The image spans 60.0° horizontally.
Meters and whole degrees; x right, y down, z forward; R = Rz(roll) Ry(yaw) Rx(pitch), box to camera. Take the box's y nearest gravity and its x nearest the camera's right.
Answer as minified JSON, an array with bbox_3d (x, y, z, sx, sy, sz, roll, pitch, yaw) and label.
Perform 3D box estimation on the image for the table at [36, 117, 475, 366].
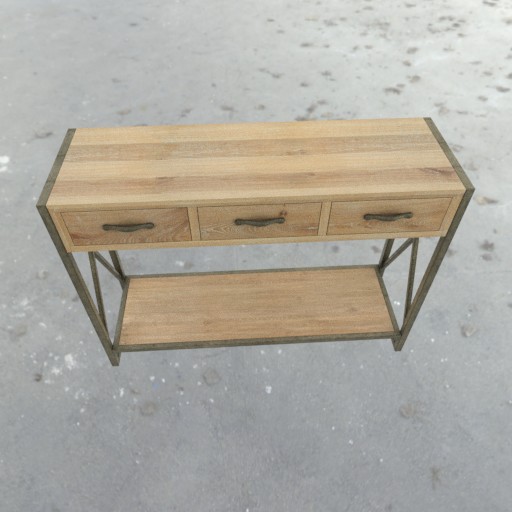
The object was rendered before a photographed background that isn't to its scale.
[{"bbox_3d":[0.000,0.000,1.453,1.059,0.763,0.361,-2,47,-2],"label":"table"}]
